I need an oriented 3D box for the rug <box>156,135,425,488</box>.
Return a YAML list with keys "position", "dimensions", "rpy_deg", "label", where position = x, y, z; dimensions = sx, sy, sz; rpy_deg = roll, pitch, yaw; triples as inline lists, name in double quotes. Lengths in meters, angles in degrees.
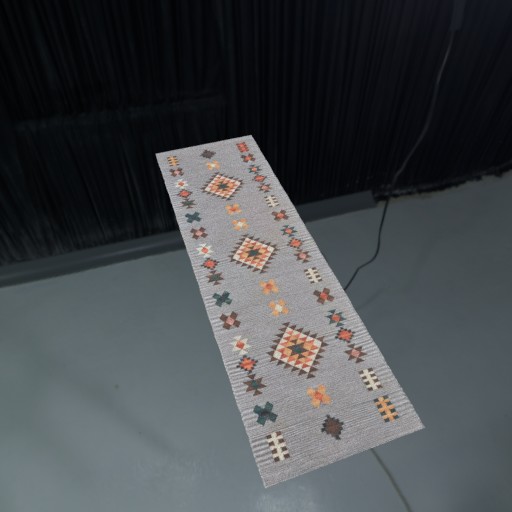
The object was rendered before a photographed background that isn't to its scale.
- position: [0.000, 0.000, 2.664]
  dimensions: [0.766, 0.008, 2.432]
  rpy_deg: [-14, 50, -12]
  label: "rug"
